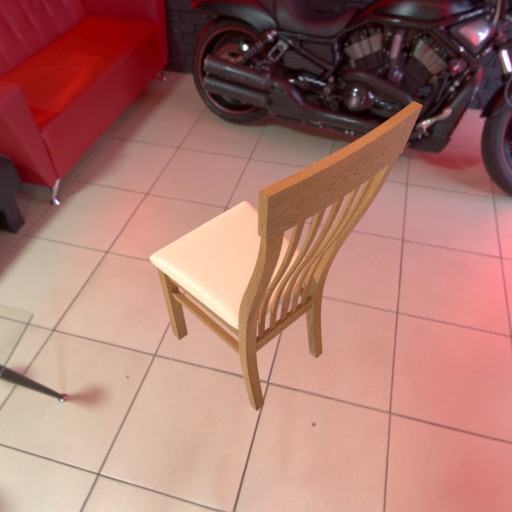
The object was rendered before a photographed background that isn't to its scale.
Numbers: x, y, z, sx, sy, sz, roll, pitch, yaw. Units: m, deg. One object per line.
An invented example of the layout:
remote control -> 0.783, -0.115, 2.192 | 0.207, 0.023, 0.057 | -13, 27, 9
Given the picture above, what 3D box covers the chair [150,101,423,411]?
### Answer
chair -> 0.000, 0.000, 1.355 | 0.450, 1.050, 0.580 | -34, 55, -27
